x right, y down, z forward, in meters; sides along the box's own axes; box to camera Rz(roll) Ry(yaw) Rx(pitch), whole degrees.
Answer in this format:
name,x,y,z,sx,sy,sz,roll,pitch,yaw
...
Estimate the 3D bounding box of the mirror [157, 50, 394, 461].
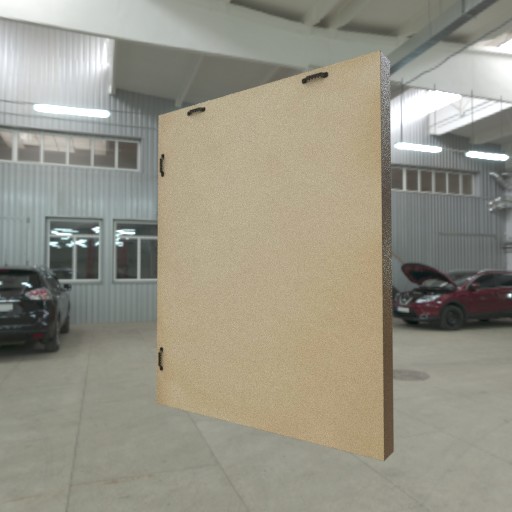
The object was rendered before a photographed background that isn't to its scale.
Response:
name,x,y,z,sx,sy,sz,roll,pitch,yaw
mirror,0.000,0.000,0.678,0.406,0.509,0.041,-1,-2,35
